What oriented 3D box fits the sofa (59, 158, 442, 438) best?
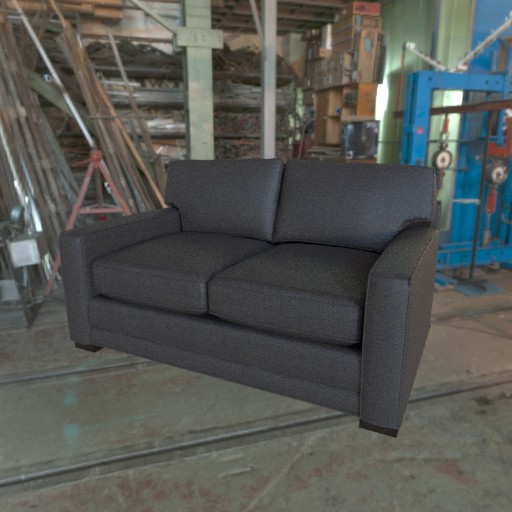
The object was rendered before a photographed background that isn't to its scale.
[{"bbox_3d":[0.000,0.000,2.102,1.534,0.887,0.974,7,16,26],"label":"sofa"}]
